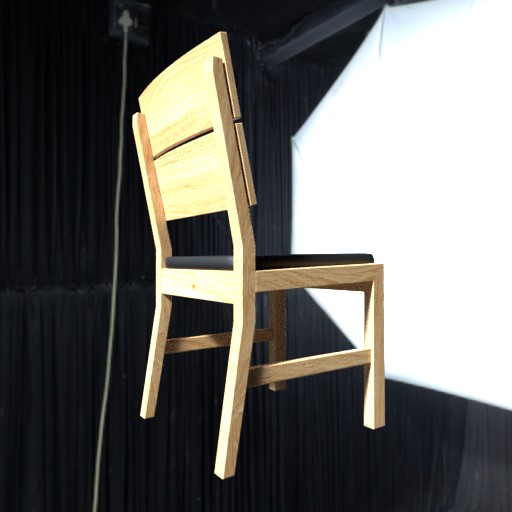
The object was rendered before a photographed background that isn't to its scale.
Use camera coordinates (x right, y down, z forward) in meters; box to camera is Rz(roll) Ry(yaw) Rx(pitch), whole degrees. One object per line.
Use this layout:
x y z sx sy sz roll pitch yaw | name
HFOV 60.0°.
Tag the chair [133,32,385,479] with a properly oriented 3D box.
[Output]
0.000 0.000 1.280 0.569 0.950 0.475 0 -1 -35 | chair
